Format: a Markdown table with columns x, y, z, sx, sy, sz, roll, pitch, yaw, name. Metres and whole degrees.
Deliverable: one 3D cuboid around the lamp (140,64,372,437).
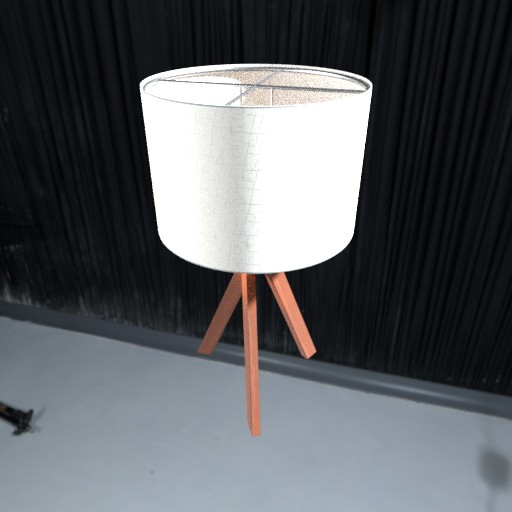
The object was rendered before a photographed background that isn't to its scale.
| x | y | z | sx | sy | sz | roll | pitch | yaw | name |
| --- | --- | --- | --- | --- | --- | --- | --- | --- | --- |
| 0.000 | 0.000 | 0.919 | 0.380 | 0.686 | 0.380 | 8 | 32 | 14 | lamp |
